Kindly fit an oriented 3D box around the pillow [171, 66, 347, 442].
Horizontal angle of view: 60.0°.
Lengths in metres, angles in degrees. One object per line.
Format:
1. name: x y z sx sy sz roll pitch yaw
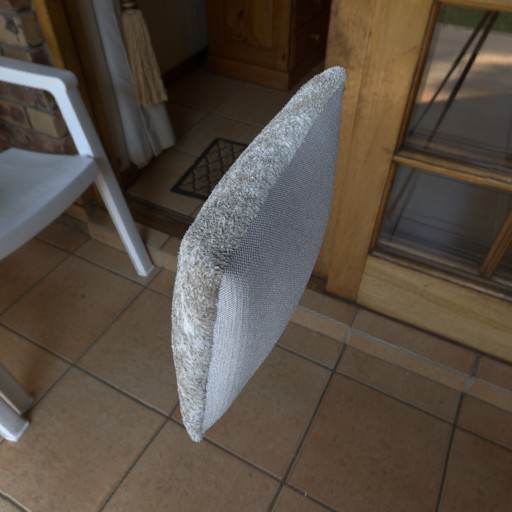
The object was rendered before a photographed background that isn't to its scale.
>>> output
1. pillow: 0.000 0.000 0.806 0.218 0.515 0.529 16 48 15
